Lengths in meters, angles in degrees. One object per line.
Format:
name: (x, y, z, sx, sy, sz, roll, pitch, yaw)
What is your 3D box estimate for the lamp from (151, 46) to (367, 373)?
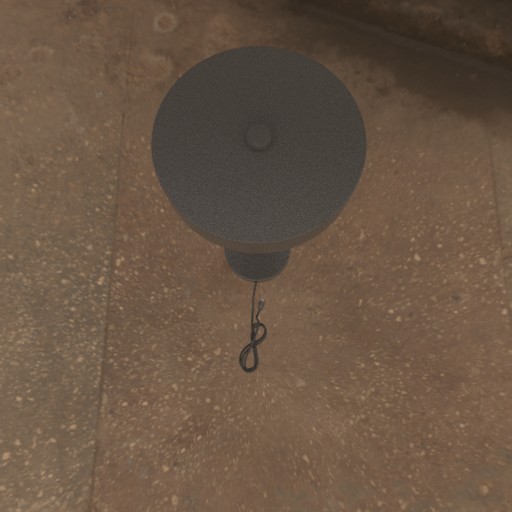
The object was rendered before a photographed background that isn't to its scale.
lamp: (0.000, 0.000, 0.693, 0.229, 0.508, 0.369, 2, 77, 1)
